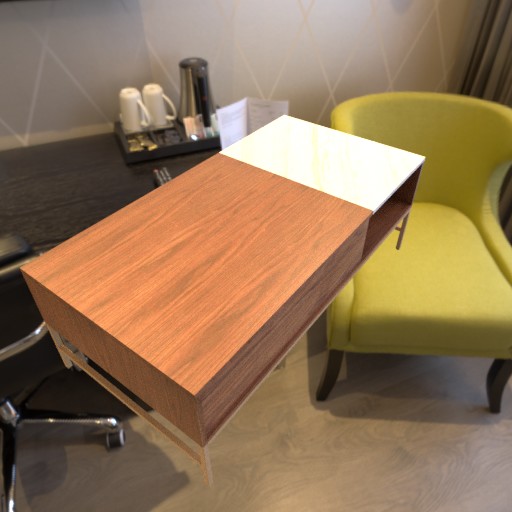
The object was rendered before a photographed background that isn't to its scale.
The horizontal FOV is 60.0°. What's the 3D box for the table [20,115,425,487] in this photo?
[{"bbox_3d":[0.000,0.000,1.937,0.789,0.551,1.553,26,47,27],"label":"table"}]
